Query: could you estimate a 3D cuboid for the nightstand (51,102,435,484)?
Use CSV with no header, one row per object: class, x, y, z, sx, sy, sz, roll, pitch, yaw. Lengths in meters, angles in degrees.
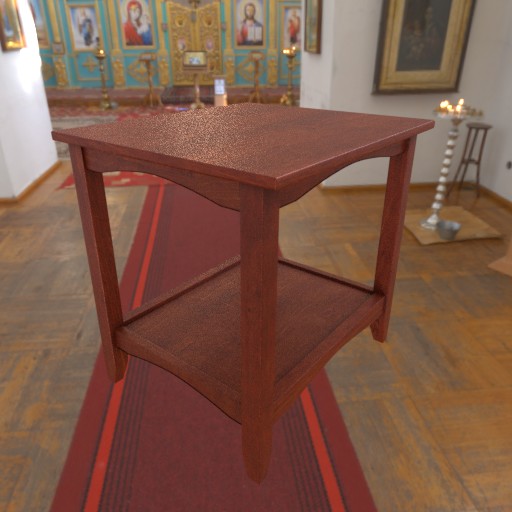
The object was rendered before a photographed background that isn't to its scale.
nightstand,0.000,0.000,0.973,0.501,0.558,0.558,19,31,34
